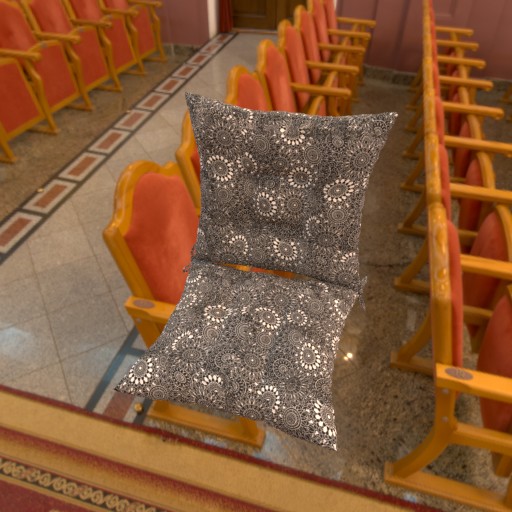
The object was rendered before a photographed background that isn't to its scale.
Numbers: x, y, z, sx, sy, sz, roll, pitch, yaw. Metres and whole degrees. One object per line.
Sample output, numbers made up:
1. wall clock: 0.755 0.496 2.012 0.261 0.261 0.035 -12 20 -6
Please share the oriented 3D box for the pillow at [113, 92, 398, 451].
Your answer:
1. pillow: 0.000 0.000 1.011 0.541 0.536 0.585 11 41 12
